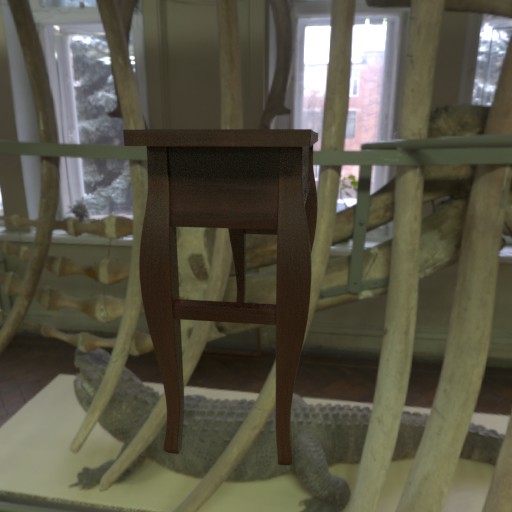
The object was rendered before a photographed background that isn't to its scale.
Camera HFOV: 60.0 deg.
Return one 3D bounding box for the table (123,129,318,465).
[{"bbox_3d":[0.000,0.000,1.426,0.373,0.768,1.062,2,15,8],"label":"table"}]
